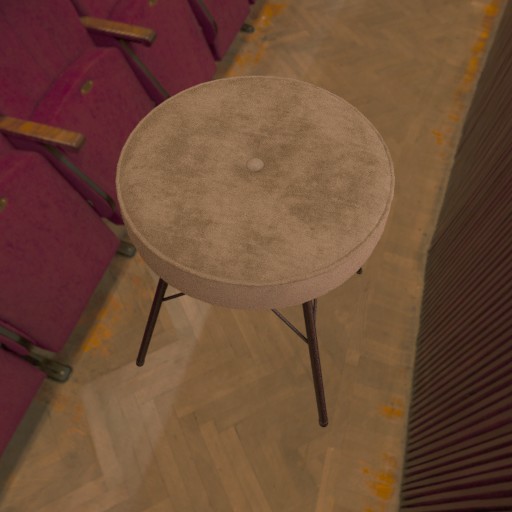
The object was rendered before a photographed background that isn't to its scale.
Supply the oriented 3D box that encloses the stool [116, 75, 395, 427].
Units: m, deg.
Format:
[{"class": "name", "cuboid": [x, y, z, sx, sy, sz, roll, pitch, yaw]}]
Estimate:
[{"class": "stool", "cuboid": [0.000, 0.000, 0.866, 0.457, 0.538, 0.423, 15, 60, 9]}]
